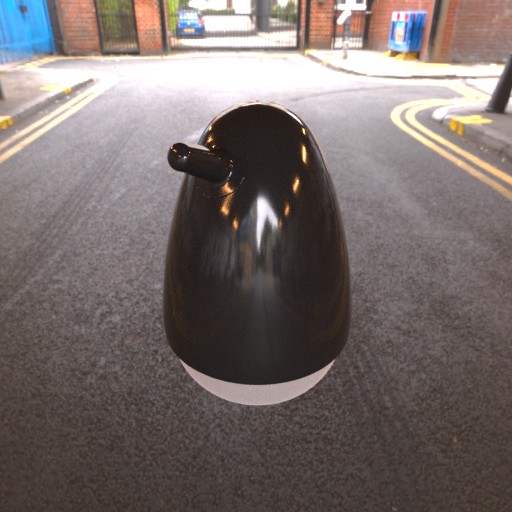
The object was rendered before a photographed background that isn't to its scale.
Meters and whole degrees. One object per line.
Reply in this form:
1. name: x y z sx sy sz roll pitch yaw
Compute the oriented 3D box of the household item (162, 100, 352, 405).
1. household item: 0.000 0.000 0.227 0.102 0.152 0.104 19 34 30
